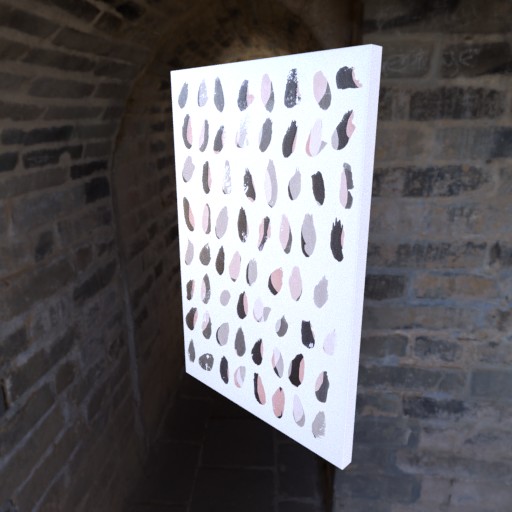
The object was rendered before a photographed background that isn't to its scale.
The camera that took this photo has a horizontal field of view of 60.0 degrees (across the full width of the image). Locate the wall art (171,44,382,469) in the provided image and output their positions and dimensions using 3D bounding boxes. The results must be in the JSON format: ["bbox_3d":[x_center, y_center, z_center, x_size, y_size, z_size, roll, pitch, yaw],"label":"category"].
[{"bbox_3d":[0.000,0.000,0.749,0.405,0.608,0.025,16,23,42],"label":"wall art"}]
